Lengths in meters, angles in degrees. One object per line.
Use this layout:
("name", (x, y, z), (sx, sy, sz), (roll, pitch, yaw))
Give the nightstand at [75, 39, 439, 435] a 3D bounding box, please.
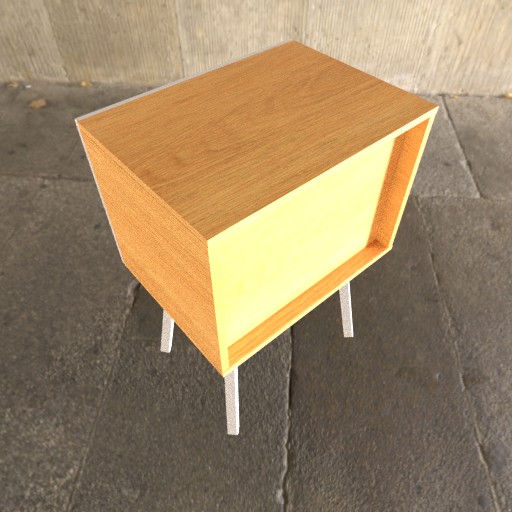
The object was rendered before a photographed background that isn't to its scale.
("nightstand", (0.000, 0.000, 0.834), (0.400, 0.601, 0.316), (-33, 56, -26))
